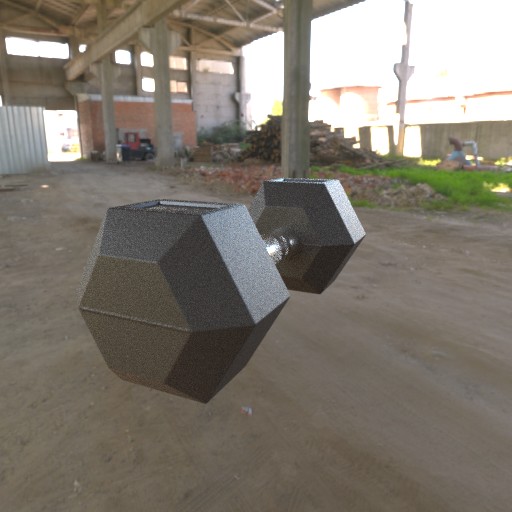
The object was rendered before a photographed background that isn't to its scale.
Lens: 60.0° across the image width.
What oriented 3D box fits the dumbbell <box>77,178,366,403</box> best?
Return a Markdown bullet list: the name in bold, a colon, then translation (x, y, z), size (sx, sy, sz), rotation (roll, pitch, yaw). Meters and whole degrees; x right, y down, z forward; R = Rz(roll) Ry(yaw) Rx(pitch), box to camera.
- **dumbbell**: translation (0.000, 0.000, 0.380), size (0.129, 0.113, 0.315), rotation (7, 16, 25)
